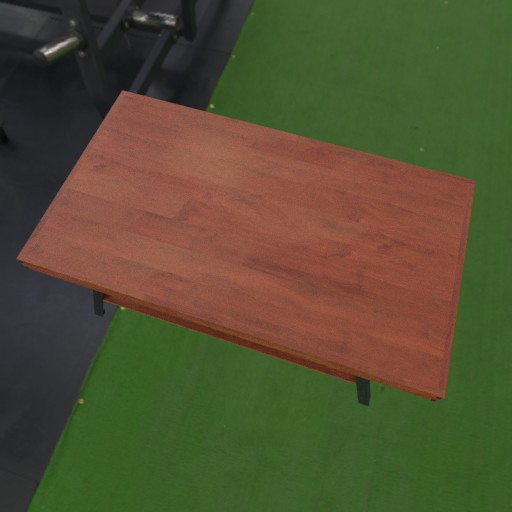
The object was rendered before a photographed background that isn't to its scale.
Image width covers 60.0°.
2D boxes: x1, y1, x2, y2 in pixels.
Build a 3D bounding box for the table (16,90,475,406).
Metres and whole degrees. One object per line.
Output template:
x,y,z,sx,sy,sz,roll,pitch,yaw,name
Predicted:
0.000,0.000,1.370,1.067,0.457,0.610,17,65,8,table
